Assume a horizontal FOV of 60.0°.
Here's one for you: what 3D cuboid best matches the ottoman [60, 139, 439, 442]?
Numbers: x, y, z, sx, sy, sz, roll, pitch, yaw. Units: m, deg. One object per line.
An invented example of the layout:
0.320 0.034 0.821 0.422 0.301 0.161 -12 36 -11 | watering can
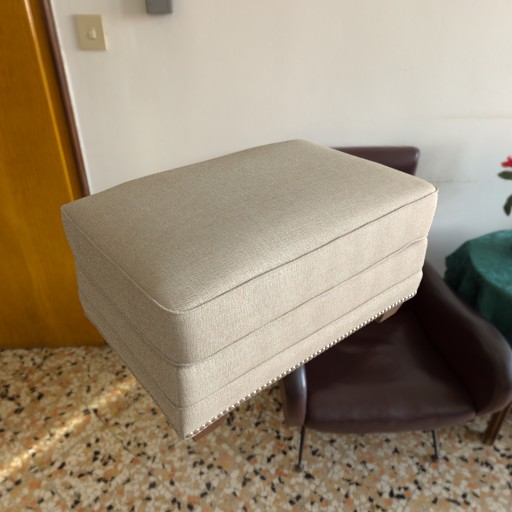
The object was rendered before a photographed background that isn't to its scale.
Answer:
0.000 0.000 1.174 0.813 0.458 0.559 -23 38 -33 | ottoman
